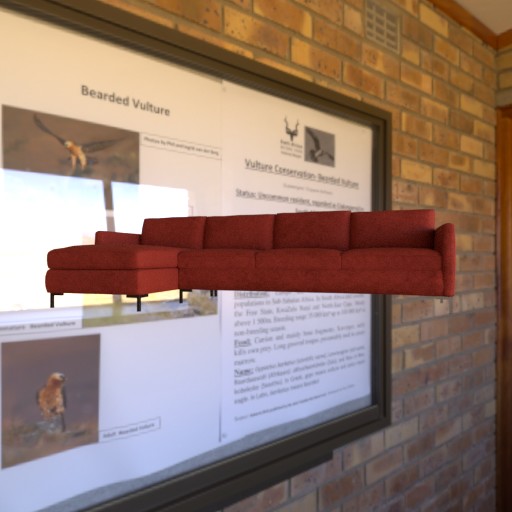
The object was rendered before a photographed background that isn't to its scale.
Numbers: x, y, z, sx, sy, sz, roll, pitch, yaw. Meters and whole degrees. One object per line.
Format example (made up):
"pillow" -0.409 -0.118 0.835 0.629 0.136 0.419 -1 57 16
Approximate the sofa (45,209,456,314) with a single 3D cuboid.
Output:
"sofa" 0.000 0.000 2.957 2.467 0.663 1.136 0 0 18
